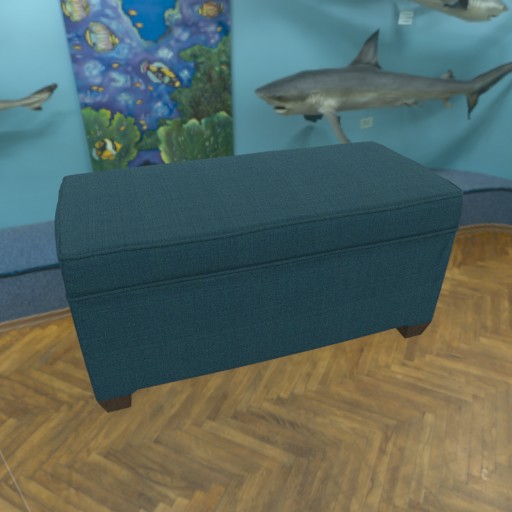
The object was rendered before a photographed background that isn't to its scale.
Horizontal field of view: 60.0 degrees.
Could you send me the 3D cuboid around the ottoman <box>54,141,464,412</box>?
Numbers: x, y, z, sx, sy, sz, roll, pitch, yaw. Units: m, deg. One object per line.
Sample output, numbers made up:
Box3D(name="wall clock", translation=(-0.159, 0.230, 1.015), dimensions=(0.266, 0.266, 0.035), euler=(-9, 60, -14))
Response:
Box3D(name="ottoman", translation=(0.000, 0.000, 1.225), dimensions=(0.943, 0.474, 0.474), euler=(-10, 33, -15))
